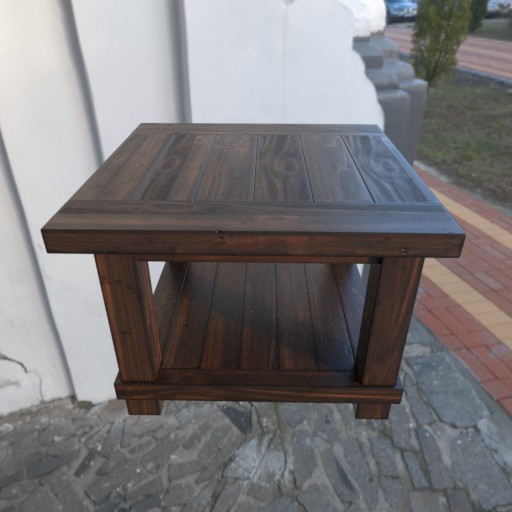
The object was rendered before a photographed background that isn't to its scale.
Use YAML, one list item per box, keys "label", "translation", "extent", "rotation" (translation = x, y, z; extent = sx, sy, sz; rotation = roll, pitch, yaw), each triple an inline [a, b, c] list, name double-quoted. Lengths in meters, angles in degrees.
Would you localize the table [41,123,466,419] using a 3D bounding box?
- label: "table"
  translation: [0.000, 0.000, 0.994]
  extent: [0.606, 0.437, 0.593]
  rotation: [1, 31, 1]
